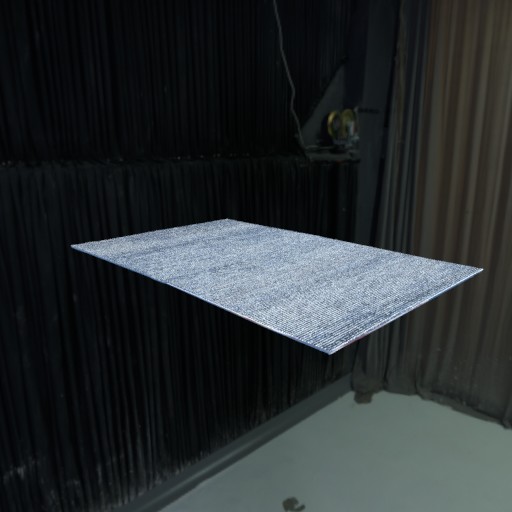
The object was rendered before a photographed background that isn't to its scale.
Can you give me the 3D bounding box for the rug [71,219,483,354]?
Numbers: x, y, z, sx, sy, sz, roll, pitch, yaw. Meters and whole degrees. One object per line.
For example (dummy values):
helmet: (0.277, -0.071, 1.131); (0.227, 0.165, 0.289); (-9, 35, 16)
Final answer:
rug: (0.000, 0.000, 2.250); (1.159, 0.025, 1.793); (-14, 21, -42)
